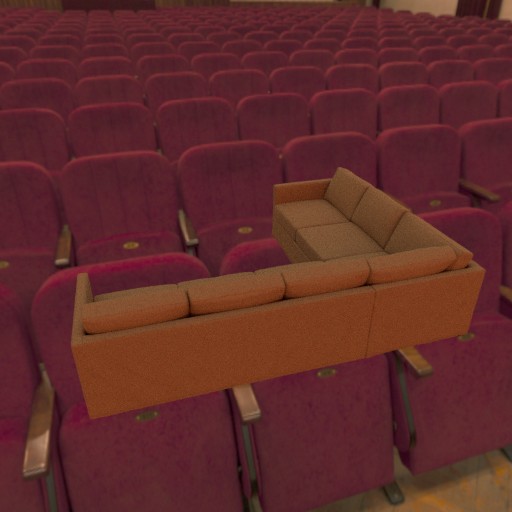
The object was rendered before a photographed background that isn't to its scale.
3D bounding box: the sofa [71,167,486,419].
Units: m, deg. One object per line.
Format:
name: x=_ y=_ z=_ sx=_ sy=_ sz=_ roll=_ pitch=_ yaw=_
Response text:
sofa: x=0.000 y=0.000 z=4.300 sx=3.182 sy=0.871 sz=2.432 roll=-8 pitch=30 yaw=-15
